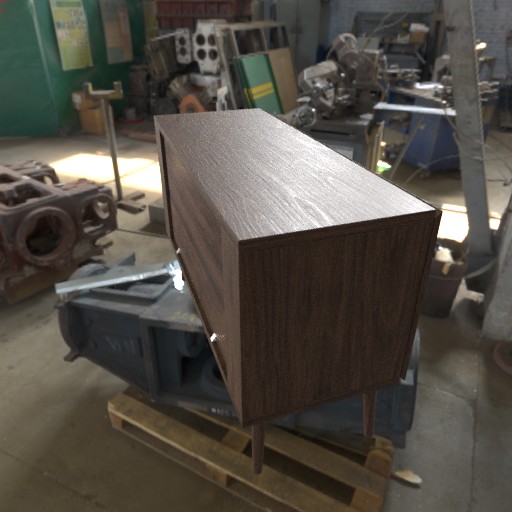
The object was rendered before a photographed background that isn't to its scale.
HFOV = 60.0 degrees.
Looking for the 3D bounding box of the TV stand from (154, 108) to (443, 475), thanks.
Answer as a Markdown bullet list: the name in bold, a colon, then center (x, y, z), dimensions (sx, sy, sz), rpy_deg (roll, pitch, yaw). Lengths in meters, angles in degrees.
- **TV stand**: center (0.000, 0.000, 1.344), dimensions (0.405, 0.660, 0.990), rpy_deg (-10, 31, -17)
